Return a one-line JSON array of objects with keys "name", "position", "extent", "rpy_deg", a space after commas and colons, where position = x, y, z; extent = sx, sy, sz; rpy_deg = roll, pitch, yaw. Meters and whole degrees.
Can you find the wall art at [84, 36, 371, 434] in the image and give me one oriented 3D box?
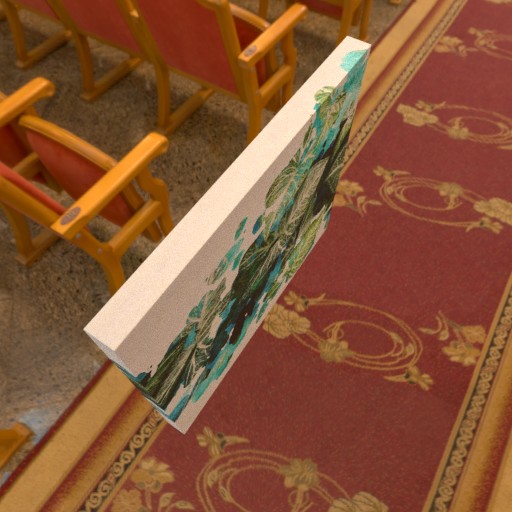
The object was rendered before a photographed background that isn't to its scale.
[{"name": "wall art", "position": [0.000, 0.000, 0.680], "extent": [0.041, 0.435, 0.507], "rpy_deg": [29, 64, 16]}]
